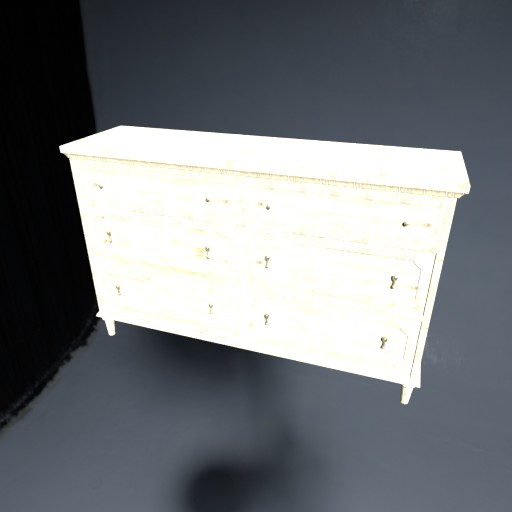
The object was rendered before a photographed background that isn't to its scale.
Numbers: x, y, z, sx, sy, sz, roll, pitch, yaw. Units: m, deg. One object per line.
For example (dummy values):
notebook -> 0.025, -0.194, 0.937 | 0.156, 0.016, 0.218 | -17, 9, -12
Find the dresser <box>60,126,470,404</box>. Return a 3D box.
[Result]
dresser -> 0.000, 0.000, 2.098 | 1.626, 1.016, 0.457 | 9, 29, 17
